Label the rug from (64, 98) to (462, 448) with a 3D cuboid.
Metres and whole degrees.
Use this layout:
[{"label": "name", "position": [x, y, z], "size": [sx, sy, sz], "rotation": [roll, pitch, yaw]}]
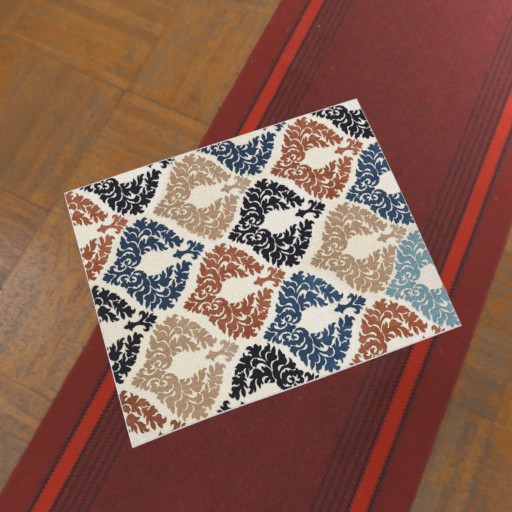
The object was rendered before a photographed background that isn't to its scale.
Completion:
[{"label": "rug", "position": [0.000, 0.000, 4.083], "size": [3.040, 0.014, 2.423], "rotation": [-19, 77, -5]}]
